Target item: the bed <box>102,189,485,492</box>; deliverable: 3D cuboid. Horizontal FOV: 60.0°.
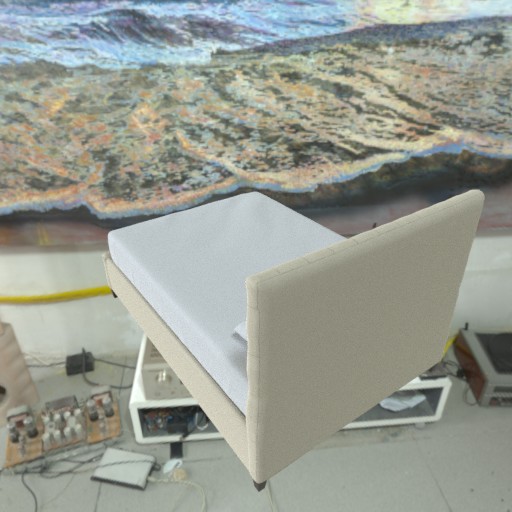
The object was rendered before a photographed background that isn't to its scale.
[{"bbox_3d":[0.000,0.000,3.372,1.698,1.427,2.387,-20,36,-30],"label":"bed"}]
